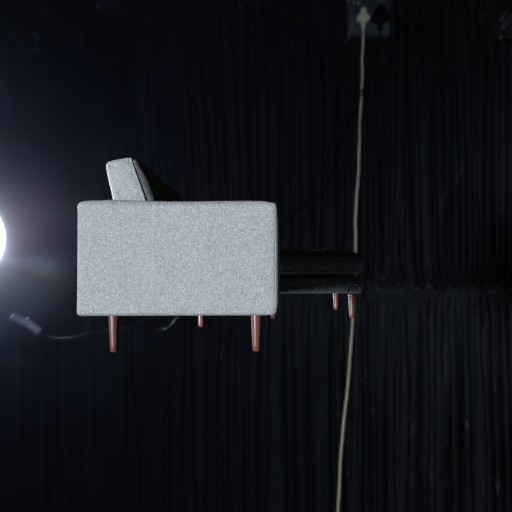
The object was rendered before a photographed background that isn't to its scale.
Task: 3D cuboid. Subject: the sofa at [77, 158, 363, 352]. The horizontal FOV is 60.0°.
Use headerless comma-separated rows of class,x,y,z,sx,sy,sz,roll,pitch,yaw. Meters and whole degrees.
sofa,0.000,0.000,3.025,1.667,0.957,2.055,0,-1,-2
